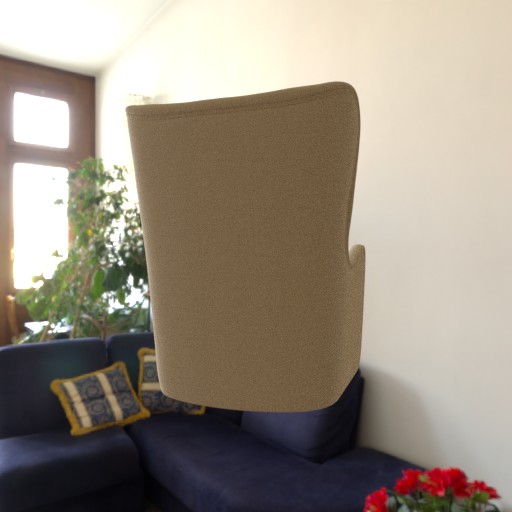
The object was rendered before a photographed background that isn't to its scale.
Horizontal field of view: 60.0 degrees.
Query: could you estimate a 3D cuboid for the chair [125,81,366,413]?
[{"bbox_3d":[0.000,0.000,1.762,0.831,1.079,0.929,0,0,17],"label":"chair"}]
